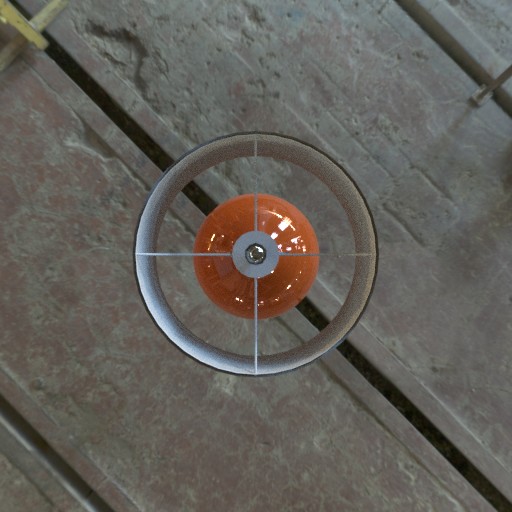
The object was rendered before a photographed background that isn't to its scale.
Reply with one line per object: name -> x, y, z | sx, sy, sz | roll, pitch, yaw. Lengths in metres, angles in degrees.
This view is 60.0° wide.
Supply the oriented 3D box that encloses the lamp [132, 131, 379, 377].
lamp -> 0.000, 0.000, 0.561 | 0.247, 0.387, 0.247 | 0, 90, 0
